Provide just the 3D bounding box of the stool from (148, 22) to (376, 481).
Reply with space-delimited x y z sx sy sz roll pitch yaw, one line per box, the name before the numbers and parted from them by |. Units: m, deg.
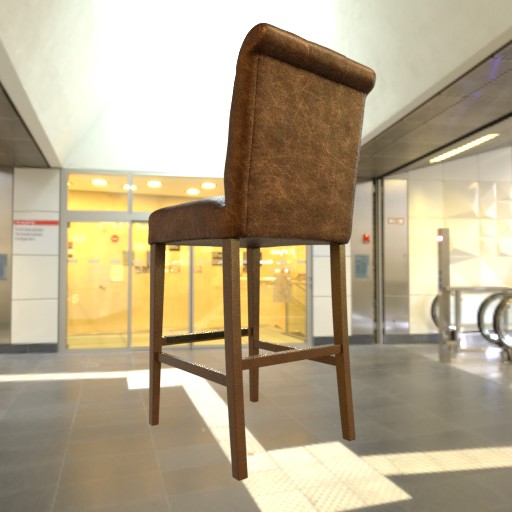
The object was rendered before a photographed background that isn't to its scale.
stool | 0.000 0.000 1.463 0.483 1.168 0.659 1 -2 -38
